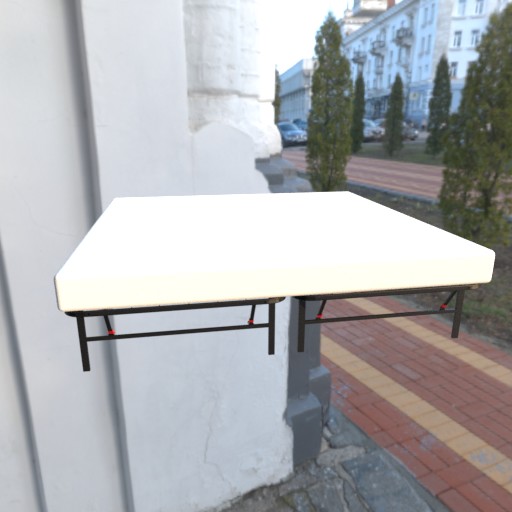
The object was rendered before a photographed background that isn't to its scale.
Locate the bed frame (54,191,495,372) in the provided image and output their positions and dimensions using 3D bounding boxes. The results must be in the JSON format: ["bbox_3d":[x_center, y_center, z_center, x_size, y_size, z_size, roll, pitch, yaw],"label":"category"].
[{"bbox_3d":[0.000,0.000,2.957,2.033,0.525,1.935,-3,17,-10],"label":"bed frame"}]
